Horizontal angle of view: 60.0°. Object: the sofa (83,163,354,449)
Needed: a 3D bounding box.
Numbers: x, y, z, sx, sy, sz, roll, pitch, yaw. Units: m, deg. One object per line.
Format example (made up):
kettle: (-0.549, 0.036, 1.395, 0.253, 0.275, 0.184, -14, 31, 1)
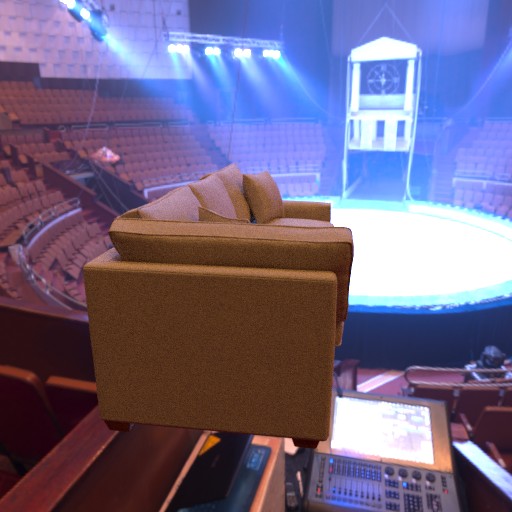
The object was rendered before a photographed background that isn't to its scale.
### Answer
sofa: (0.000, 0.000, 2.811, 1.061, 0.962, 2.317, 3, 17, 8)
